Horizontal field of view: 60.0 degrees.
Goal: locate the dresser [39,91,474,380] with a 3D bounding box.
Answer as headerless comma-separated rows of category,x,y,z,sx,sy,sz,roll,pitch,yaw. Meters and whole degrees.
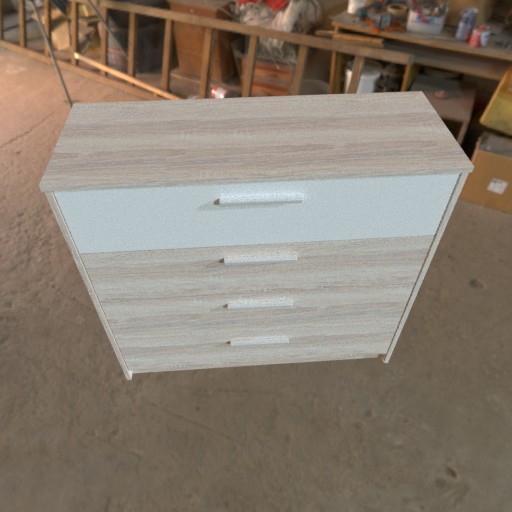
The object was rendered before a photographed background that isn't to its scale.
dresser,0.000,0.000,1.443,0.980,0.900,0.380,-3,47,-3
